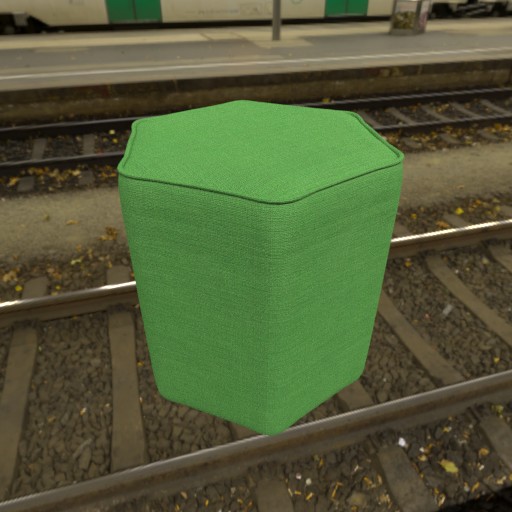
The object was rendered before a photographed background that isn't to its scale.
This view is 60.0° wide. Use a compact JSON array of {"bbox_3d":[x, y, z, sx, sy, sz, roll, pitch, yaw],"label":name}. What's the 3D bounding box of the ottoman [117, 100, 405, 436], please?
[{"bbox_3d":[0.000,0.000,0.887,0.499,0.507,0.444,-23,40,-31],"label":"ottoman"}]
